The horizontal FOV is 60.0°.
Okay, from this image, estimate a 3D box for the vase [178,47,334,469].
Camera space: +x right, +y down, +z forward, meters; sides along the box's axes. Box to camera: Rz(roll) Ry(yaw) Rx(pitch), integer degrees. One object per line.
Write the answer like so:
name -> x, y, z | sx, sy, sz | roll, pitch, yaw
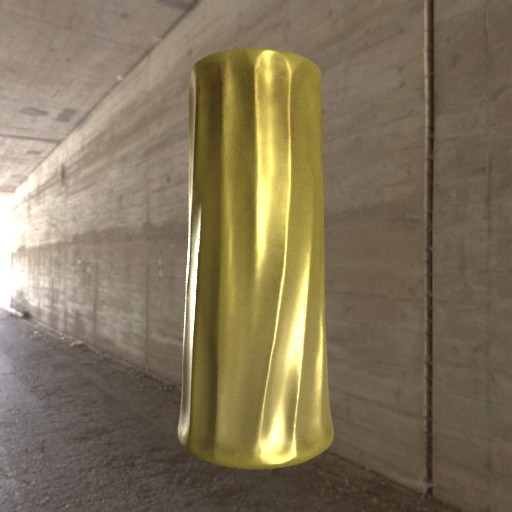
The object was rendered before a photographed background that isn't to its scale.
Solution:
vase -> 0.000, 0.000, 0.176 | 0.061, 0.143, 0.061 | 0, 0, 0
